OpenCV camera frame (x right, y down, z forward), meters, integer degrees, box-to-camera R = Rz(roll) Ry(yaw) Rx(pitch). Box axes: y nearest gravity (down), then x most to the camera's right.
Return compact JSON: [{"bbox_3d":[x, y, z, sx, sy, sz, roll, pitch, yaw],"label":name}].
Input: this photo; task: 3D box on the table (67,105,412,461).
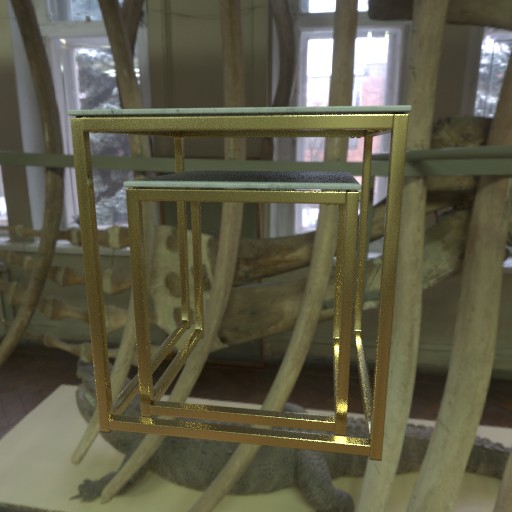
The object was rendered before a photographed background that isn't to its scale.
[{"bbox_3d":[0.000,0.000,0.843,0.450,0.500,0.450,2,14,9],"label":"table"}]
